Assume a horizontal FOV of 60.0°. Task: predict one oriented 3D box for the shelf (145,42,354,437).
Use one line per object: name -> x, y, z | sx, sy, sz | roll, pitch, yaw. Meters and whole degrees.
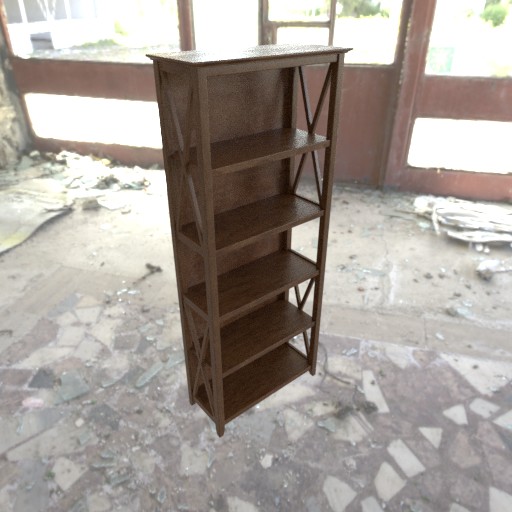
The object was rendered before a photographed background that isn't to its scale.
shelf -> 0.000, 0.000, 2.258 | 0.805, 1.905, 0.335 | -22, 37, -33
